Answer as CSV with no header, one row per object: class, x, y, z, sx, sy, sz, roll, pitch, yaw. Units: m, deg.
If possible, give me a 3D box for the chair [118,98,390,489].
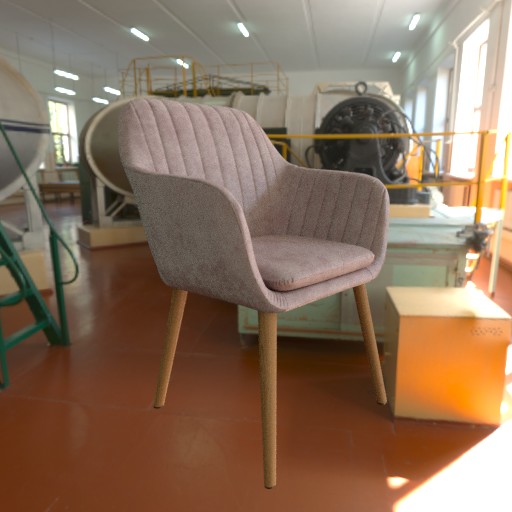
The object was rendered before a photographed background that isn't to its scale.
chair,0.000,0.000,1.191,0.570,0.832,0.610,12,17,44
